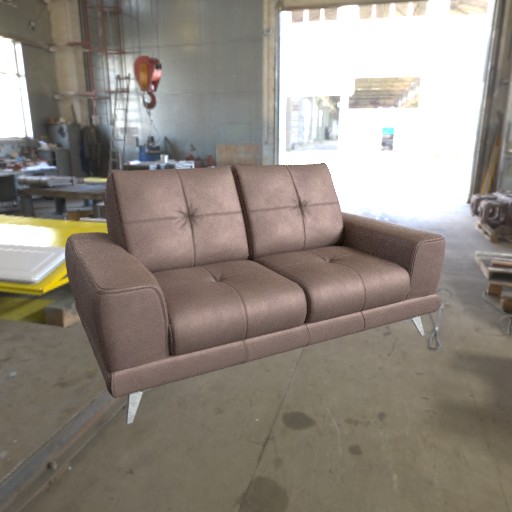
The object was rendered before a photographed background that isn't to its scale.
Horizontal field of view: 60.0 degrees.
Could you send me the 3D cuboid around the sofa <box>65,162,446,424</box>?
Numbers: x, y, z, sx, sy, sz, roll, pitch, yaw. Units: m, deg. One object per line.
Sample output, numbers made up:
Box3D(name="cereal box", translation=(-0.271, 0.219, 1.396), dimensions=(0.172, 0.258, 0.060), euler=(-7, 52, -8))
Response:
Box3D(name="sofa", translation=(0.000, 0.000, 2.354), dimensions=(1.806, 0.907, 1.018), euler=(-8, 18, -27))
